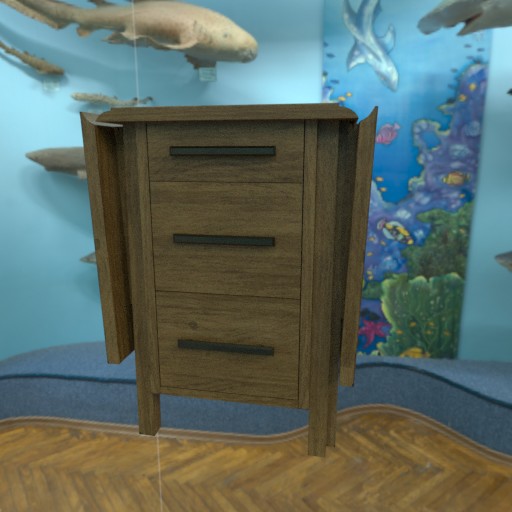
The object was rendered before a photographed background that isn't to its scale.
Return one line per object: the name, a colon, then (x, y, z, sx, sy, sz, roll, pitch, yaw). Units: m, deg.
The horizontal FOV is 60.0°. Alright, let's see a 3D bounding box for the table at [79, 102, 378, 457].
table: (0.000, 0.000, 1.291, 0.591, 0.763, 0.746, 3, 13, 11)
